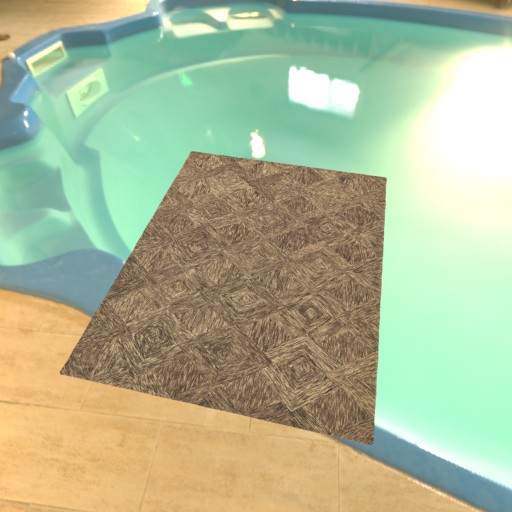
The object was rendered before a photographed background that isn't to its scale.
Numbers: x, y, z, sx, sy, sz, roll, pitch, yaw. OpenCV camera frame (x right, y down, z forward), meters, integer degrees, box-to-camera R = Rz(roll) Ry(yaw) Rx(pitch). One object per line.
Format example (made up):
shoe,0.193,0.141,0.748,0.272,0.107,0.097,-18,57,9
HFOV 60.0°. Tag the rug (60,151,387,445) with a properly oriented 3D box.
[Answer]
rug,0.000,0.000,4.371,2.448,0.017,3.204,10,47,9
